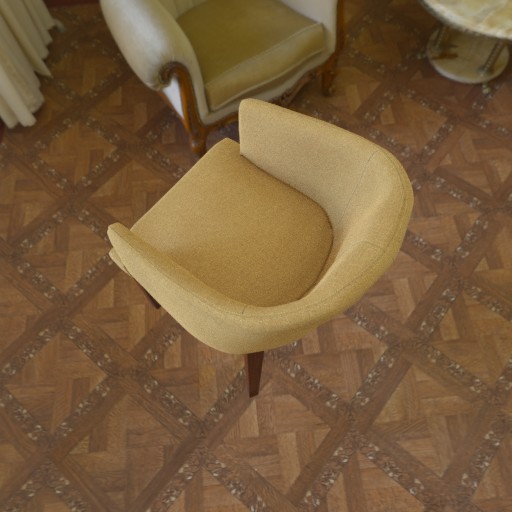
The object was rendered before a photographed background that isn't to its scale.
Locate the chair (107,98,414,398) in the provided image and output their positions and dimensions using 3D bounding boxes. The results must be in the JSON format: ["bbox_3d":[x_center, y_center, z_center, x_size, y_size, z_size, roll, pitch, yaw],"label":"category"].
[{"bbox_3d":[0.000,0.000,1.272,0.655,0.811,0.583,35,69,15],"label":"chair"}]
